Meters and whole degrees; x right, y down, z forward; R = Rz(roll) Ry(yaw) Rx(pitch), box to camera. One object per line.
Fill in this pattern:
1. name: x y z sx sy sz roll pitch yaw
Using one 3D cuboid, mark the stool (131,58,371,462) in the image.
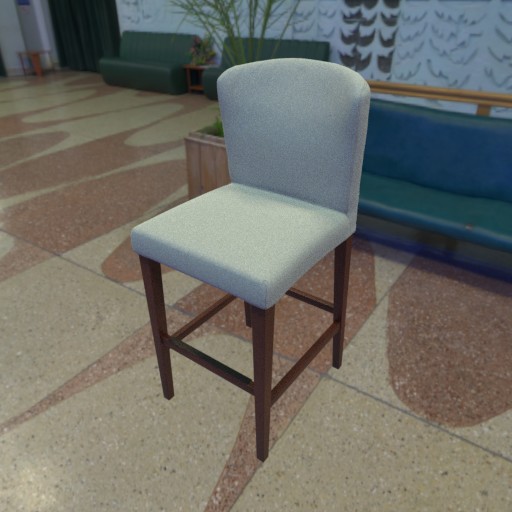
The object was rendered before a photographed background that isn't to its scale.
1. stool: 0.000 0.000 1.367 0.479 1.069 0.568 20 36 31
